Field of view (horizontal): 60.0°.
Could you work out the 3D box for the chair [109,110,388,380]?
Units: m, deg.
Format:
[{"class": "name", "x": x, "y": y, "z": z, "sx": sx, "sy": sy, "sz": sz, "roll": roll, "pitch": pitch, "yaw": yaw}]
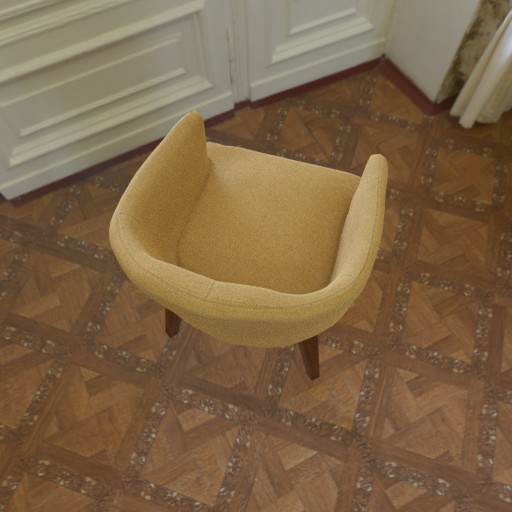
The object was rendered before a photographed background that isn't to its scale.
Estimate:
[{"class": "chair", "x": 0.000, "y": 0.000, "z": 1.257, "sx": 0.583, "sy": 0.811, "sz": 0.655, "roll": 16, "pitch": 64, "yaw": 8}]
